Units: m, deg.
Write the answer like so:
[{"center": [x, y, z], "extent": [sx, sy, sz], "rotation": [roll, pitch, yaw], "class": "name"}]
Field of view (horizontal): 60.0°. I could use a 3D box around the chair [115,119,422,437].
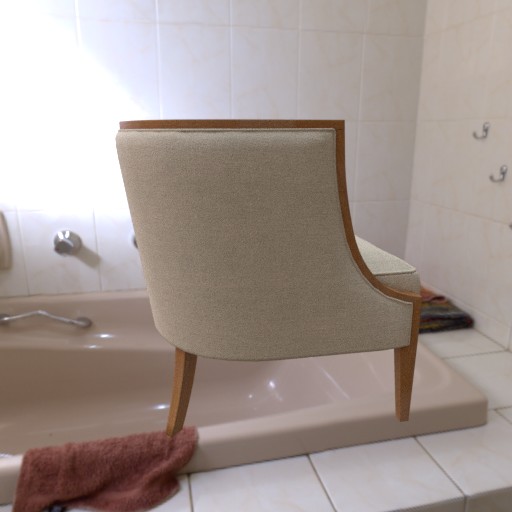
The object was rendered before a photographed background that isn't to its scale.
[{"center": [0.000, 0.000, 1.346], "extent": [0.757, 0.775, 0.711], "rotation": [-3, 16, -10], "class": "chair"}]
